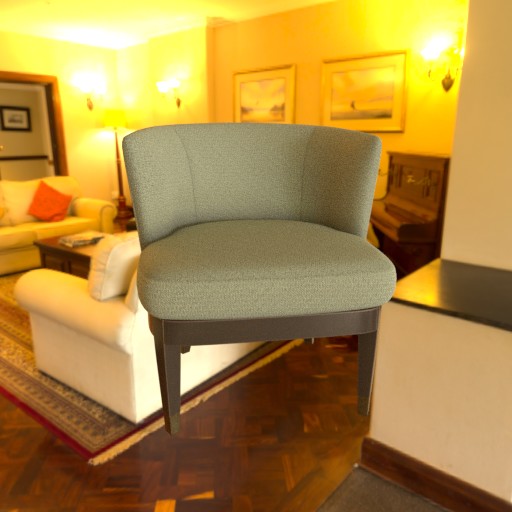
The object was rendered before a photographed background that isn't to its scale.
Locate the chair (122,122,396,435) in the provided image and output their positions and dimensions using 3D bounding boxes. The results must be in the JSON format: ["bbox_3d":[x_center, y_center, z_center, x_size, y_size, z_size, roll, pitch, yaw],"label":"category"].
[{"bbox_3d":[0.000,0.000,1.284,0.700,0.760,0.660,-2,15,-9],"label":"chair"}]
